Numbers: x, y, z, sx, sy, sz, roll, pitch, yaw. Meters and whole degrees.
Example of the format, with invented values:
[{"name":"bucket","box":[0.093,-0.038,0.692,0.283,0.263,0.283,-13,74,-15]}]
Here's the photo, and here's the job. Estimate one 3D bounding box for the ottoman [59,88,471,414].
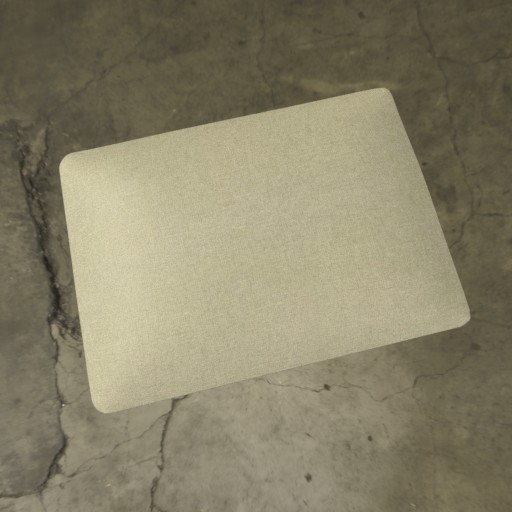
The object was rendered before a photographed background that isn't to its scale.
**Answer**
[{"name":"ottoman","box":[0.000,0.000,1.201,0.843,0.504,0.619,-13,76,-3]}]
